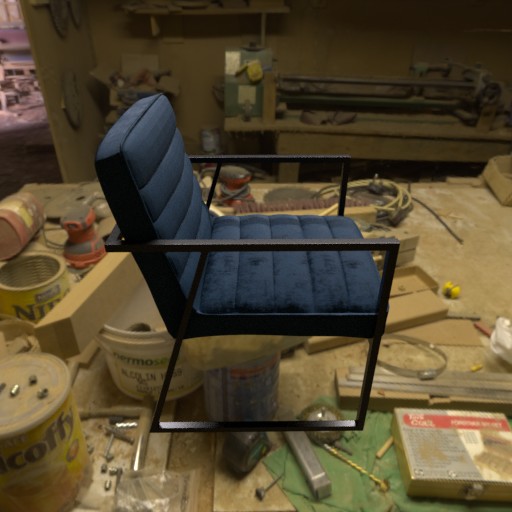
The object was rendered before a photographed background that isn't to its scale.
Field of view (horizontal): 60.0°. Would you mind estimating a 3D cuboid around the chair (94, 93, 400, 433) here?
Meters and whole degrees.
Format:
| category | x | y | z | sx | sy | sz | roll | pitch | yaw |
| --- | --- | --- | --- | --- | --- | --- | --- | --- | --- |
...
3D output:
| category | x | y | z | sx | sy | sz | roll | pitch | yaw |
| --- | --- | --- | --- | --- | --- | --- | --- | --- | --- |
| chair | 0.000 | 0.000 | 1.292 | 0.677 | 0.833 | 0.571 | 0 | 32 | 0 |
